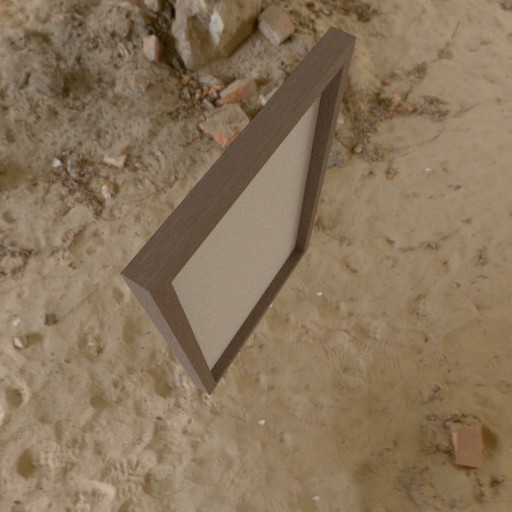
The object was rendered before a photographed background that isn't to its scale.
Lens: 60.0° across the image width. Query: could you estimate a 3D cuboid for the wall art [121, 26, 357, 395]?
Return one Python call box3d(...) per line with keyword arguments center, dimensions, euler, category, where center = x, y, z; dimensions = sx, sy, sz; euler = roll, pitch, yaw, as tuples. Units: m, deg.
box3d(center=(0.000, 0.000, 0.650), dimensions=(0.032, 0.510, 0.358), euler=(30, 67, 14), category="wall art")
